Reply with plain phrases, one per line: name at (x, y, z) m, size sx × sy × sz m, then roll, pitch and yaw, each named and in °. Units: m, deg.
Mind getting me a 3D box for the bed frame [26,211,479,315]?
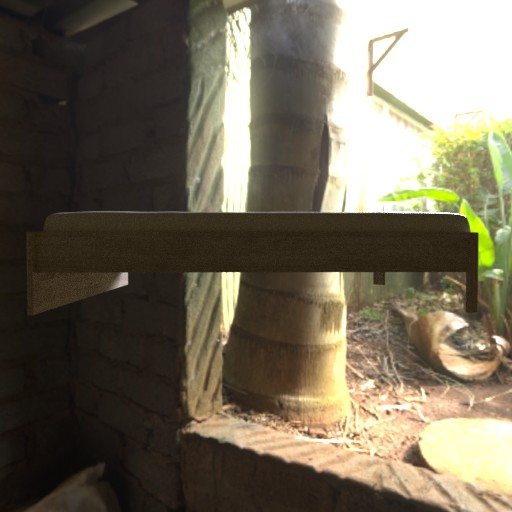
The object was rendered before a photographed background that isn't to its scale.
bed frame at (0.000, 0.000, 2.619) m, size 1.950 × 0.462 × 1.490 m, roll 0°, pitch 1°, yaw -1°
